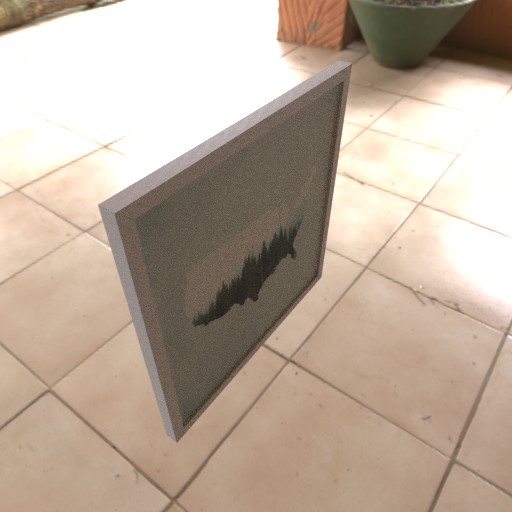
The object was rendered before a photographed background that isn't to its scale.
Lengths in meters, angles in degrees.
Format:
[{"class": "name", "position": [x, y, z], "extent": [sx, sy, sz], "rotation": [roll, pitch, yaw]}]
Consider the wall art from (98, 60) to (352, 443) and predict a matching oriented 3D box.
[{"class": "wall art", "position": [0.000, 0.000, 1.149], "extent": [0.038, 0.762, 0.762], "rotation": [26, 49, 26]}]
